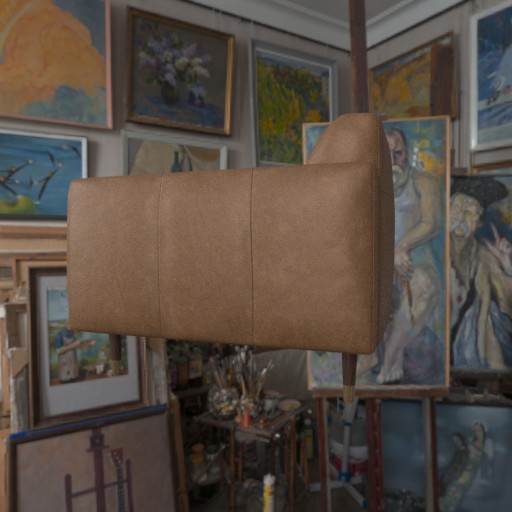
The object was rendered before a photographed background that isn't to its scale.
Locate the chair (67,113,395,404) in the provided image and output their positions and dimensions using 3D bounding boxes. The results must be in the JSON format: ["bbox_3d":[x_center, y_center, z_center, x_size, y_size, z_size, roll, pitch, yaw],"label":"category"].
[{"bbox_3d":[0.000,0.000,1.681,0.998,0.819,0.953,1,2,20],"label":"chair"}]
